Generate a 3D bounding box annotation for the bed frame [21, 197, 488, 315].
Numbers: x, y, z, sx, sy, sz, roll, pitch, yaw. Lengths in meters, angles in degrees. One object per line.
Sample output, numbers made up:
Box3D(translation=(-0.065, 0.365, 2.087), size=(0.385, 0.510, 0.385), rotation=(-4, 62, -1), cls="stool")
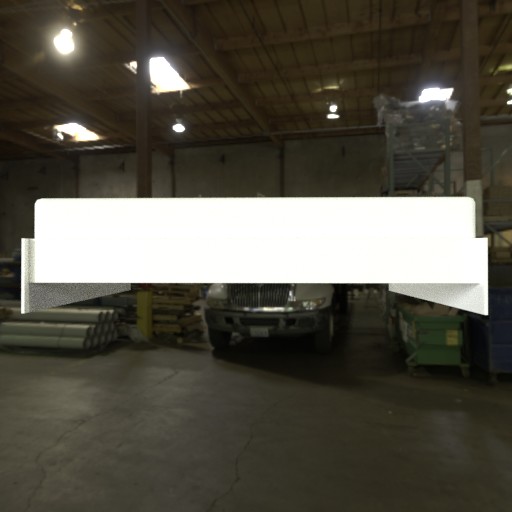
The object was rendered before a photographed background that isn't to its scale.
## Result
Box3D(translation=(0.000, 0.000, 2.571), size=(1.945, 0.497, 1.445), rotation=(0, 0, 2), cls="bed frame")
